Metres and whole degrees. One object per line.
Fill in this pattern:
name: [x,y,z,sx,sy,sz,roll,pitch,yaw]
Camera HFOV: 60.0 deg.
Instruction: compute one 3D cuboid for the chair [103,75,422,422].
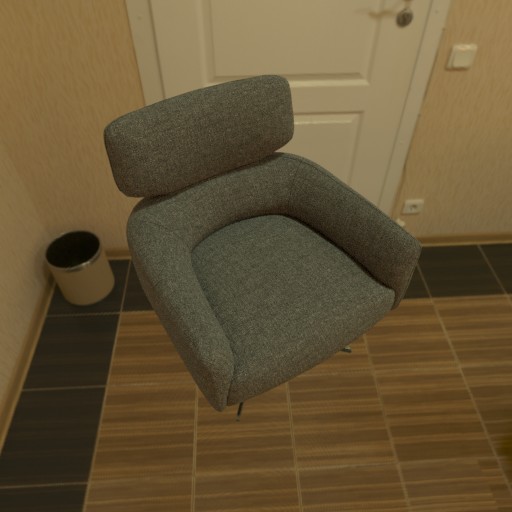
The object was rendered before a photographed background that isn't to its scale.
chair: [0.000,0.000,1.369,0.706,0.812,0.715,-25,52,-21]
